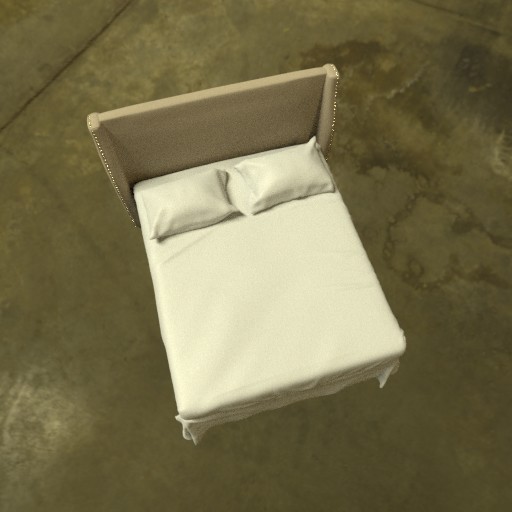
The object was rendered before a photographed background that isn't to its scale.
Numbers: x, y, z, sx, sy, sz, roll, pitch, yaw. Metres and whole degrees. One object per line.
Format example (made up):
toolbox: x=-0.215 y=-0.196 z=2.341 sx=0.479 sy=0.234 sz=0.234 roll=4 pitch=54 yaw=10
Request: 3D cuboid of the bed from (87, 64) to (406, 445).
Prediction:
bed: x=0.000 y=0.000 z=3.422 sx=1.925 sy=1.332 sz=2.276 roll=-15 pitch=65 yaw=-7
